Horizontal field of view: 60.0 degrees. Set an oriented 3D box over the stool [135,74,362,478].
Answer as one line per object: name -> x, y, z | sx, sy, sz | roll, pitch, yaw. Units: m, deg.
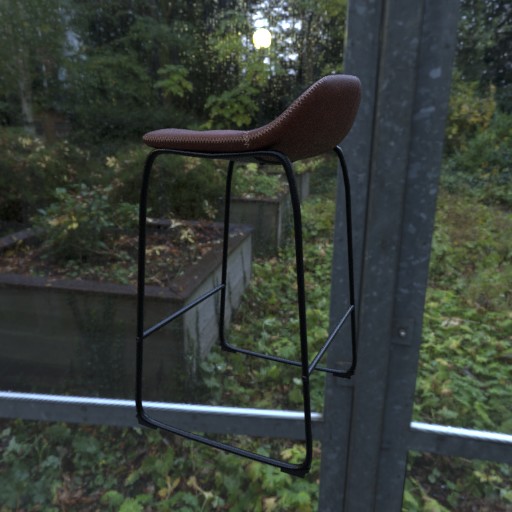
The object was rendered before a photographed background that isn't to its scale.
stool -> 0.000, 0.000, 1.126 | 0.473, 0.830, 0.454 | 7, 17, 24
